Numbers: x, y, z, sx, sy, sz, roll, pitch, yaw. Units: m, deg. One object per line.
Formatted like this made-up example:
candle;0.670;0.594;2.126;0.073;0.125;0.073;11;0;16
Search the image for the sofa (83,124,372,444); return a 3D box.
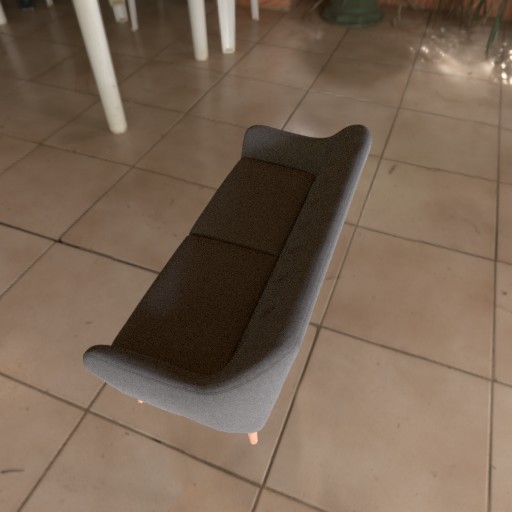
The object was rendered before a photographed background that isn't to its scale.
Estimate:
sofa;0.000;0.000;2.300;0.820;0.820;1.840;15;48;14
